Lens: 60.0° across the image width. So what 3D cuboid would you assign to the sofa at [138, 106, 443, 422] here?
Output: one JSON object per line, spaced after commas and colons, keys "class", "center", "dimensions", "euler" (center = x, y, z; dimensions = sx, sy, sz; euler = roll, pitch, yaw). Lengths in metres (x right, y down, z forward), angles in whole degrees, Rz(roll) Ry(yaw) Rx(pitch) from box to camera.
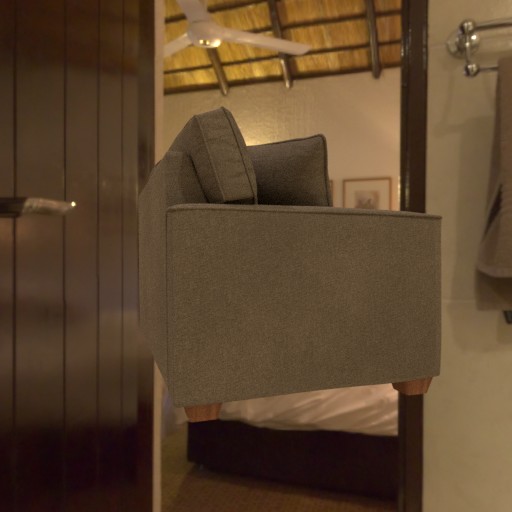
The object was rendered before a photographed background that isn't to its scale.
{"class": "sofa", "center": [0.000, 0.000, 2.081], "dimensions": [0.991, 0.989, 1.388], "euler": [0, 0, -19]}
